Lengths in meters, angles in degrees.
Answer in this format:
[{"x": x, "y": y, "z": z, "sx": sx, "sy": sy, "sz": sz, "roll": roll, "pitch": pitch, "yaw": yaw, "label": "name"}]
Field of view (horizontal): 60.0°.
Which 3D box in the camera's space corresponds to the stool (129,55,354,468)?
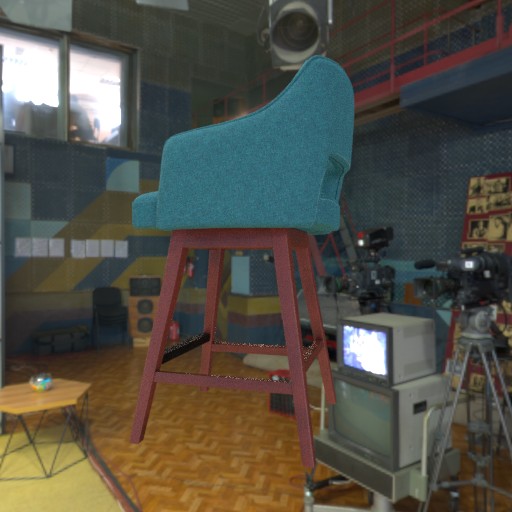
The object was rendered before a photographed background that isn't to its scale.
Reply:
[{"x": 0.000, "y": 0.000, "z": 1.286, "sx": 0.556, "sy": 0.961, "sz": 0.548, "roll": 0, "pitch": 0, "yaw": 16, "label": "stool"}]
